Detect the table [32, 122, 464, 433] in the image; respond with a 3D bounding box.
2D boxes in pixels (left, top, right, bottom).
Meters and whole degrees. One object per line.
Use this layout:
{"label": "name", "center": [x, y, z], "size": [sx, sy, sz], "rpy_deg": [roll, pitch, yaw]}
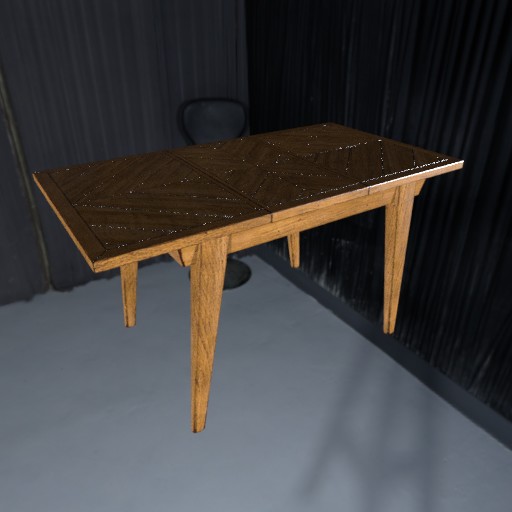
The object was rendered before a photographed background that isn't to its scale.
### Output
{"label": "table", "center": [0.000, 0.000, 1.818], "size": [1.400, 0.760, 0.757], "rpy_deg": [-18, 34, -29]}
